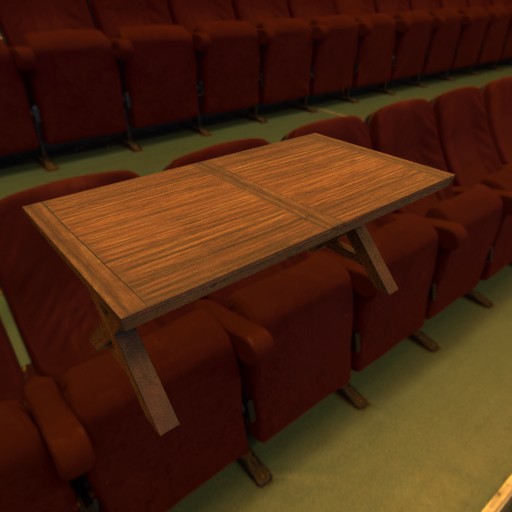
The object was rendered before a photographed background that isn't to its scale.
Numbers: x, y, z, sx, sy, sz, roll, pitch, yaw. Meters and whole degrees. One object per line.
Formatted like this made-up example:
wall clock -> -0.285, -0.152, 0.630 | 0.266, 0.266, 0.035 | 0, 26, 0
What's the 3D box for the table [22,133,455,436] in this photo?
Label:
table -> 0.000, 0.000, 2.468 | 1.966, 0.793, 1.071 | -23, 38, -33
